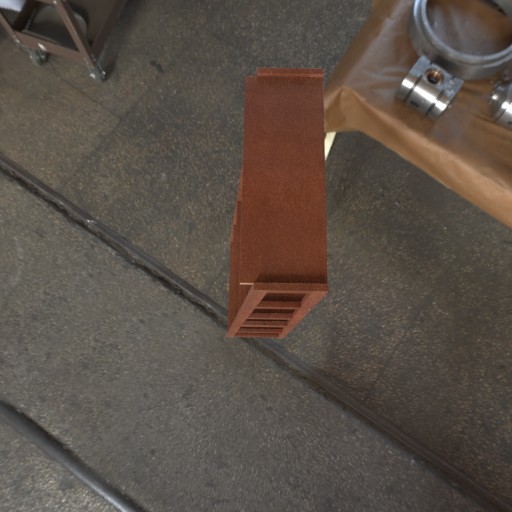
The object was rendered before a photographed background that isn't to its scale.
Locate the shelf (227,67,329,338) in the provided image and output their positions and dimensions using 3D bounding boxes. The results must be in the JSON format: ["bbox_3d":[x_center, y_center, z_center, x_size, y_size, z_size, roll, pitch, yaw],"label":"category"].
[{"bbox_3d":[0.000,0.000,2.125,0.382,1.892,0.660,1,76,0],"label":"shelf"}]
